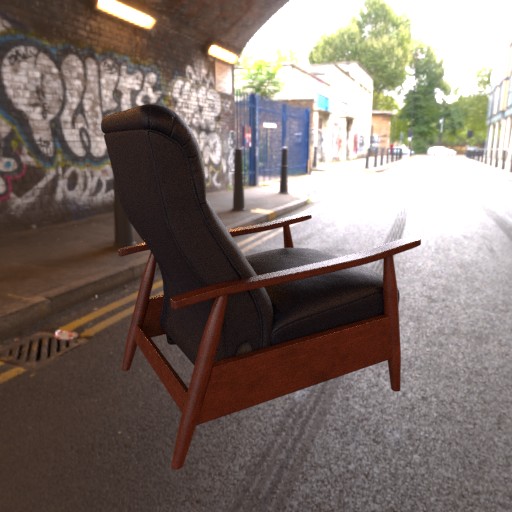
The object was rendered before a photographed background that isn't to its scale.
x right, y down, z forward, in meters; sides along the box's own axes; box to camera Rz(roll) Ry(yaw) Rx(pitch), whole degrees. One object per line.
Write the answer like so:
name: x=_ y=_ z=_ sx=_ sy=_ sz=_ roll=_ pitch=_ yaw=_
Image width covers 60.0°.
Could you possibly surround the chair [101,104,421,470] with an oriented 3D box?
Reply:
chair: x=0.000 y=0.000 z=1.770 sx=1.014 sy=1.082 sz=0.762 roll=-8 pitch=16 yaw=-28
